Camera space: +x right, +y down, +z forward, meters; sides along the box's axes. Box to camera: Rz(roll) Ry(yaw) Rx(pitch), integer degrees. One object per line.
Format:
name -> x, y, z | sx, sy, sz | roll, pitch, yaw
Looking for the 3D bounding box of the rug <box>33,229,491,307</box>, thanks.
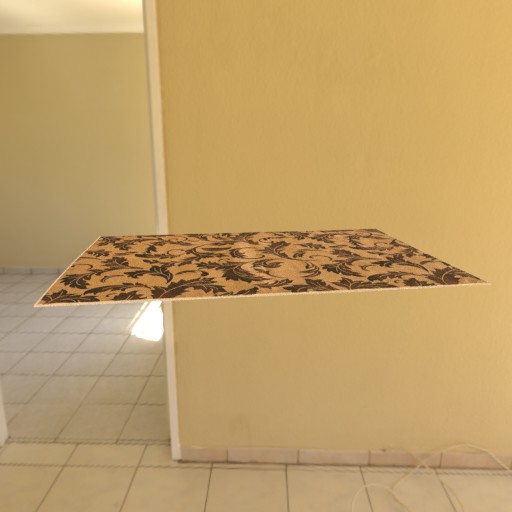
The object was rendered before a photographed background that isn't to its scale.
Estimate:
rug -> 0.000, 0.000, 2.891 | 2.284, 0.008, 1.522 | -2, 15, -8
